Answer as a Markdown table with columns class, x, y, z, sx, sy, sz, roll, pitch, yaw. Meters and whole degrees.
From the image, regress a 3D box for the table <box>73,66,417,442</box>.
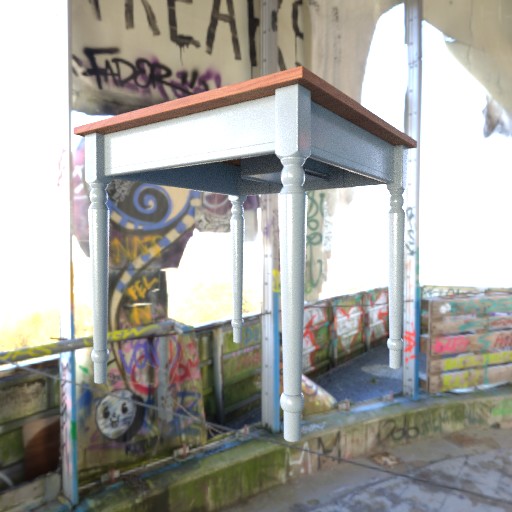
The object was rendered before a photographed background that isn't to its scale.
| class | x | y | z | sx | sy | sz | roll | pitch | yaw |
| --- | --- | --- | --- | --- | --- | --- | --- | --- | --- |
| table | 0.000 | 0.000 | 1.356 | 0.747 | 0.738 | 0.747 | 1 | 2 | 36 |
